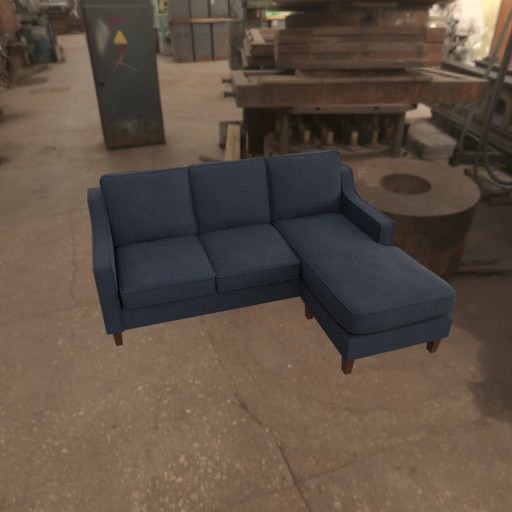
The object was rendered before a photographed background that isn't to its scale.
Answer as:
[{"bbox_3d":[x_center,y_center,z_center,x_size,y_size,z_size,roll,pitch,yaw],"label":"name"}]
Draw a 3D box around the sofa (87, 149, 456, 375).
[{"bbox_3d":[0.000,0.000,3.368,2.317,1.066,1.858,-9,31,-15],"label":"sofa"}]
